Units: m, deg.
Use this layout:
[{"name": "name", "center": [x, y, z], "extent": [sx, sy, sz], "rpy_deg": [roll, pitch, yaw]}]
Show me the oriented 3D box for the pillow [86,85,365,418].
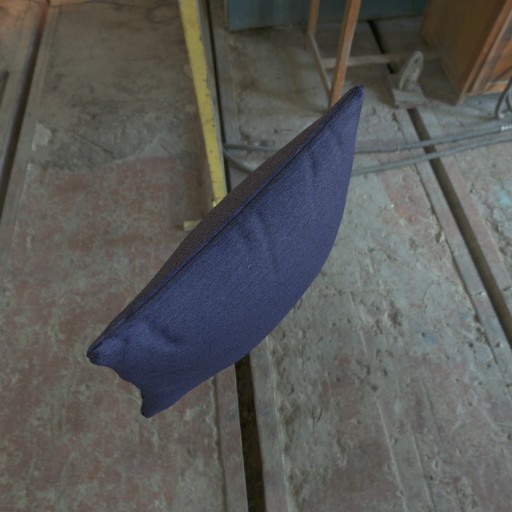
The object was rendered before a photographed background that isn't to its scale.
[{"name": "pillow", "center": [0.000, 0.000, 0.791], "extent": [0.210, 0.338, 0.633], "rpy_deg": [34, 64, 19]}]
